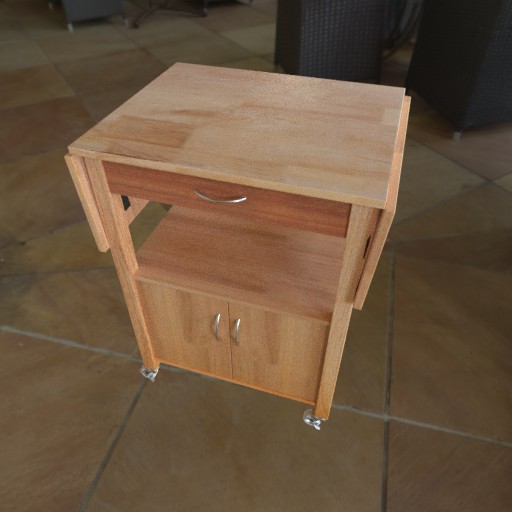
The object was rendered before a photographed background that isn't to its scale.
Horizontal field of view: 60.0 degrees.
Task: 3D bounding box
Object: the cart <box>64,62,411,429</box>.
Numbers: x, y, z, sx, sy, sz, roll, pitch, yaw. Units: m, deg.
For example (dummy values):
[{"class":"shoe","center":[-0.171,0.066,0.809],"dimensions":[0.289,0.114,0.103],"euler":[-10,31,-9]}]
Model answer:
[{"class":"cart","center":[0.000,0.000,1.249],"dimensions":[0.640,0.838,0.508],"euler":[12,43,13]}]
